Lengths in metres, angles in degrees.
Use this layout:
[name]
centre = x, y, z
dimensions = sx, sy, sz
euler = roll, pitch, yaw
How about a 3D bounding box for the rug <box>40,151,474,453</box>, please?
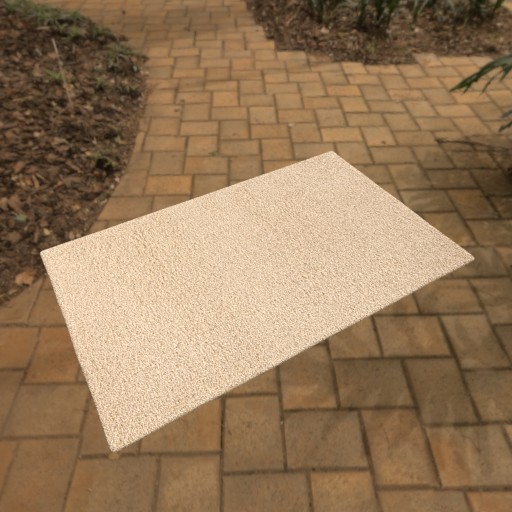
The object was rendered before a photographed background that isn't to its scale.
[rug]
centre = 0.000, 0.000, 2.923
dimensions = 2.438, 0.030, 1.524
euler = -23, 49, -21
